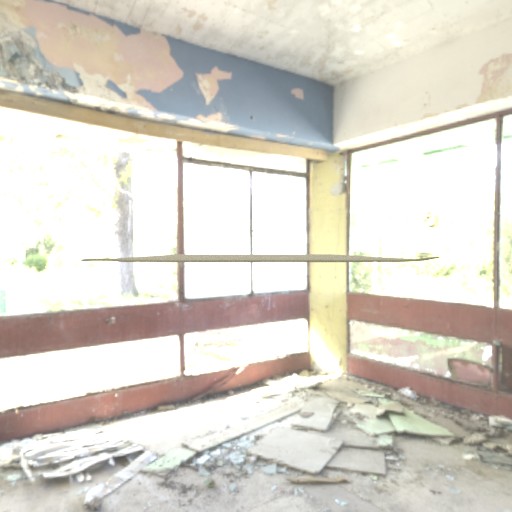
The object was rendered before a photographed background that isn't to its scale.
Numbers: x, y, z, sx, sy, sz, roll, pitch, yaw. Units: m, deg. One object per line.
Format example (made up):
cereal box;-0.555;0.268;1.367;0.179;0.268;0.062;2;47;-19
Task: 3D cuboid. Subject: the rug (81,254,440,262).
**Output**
rug;0.000;0.000;2.456;1.214;0.023;1.947;0;1;-1
